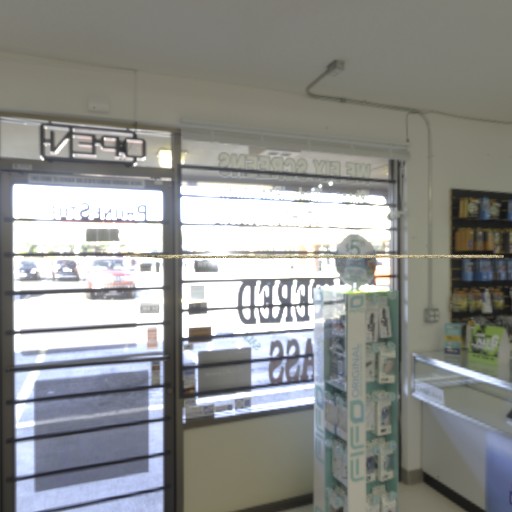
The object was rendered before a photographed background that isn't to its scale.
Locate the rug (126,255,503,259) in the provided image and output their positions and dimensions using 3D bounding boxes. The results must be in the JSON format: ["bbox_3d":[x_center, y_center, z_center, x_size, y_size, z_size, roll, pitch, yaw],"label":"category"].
[{"bbox_3d":[0.000,0.000,2.910,1.530,0.012,2.444,0,0,-19],"label":"rug"}]
